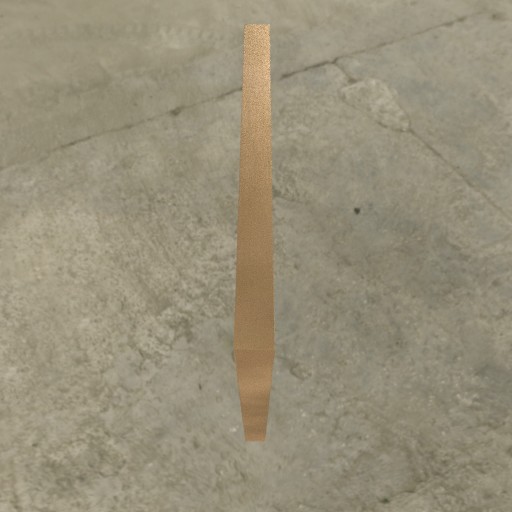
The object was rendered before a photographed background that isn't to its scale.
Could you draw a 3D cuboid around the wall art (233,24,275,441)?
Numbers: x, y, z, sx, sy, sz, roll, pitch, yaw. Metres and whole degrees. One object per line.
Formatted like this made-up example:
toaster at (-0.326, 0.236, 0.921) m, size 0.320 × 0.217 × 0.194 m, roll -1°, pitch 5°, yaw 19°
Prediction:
wall art at (0.000, 0.000, 0.757) m, size 0.038 × 0.511 × 0.513 m, roll 0°, pitch 59°, yaw 0°
